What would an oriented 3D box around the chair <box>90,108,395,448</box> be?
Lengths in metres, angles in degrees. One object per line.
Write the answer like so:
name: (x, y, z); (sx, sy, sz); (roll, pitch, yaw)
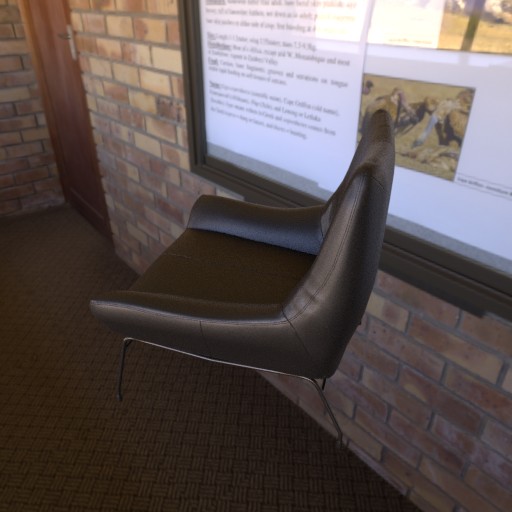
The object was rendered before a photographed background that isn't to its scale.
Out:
chair: (0.000, 0.000, 1.545); (0.826, 0.922, 0.836); (9, 32, 14)
